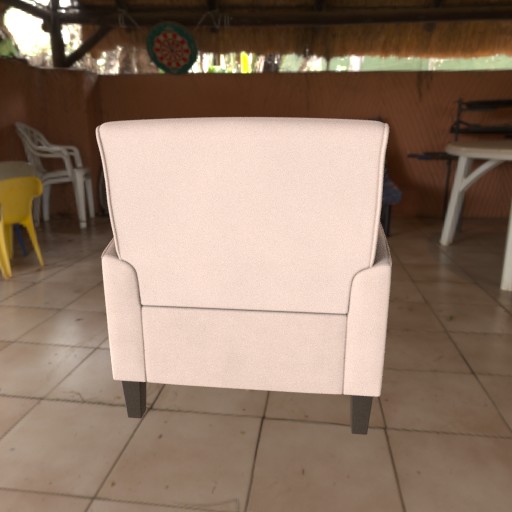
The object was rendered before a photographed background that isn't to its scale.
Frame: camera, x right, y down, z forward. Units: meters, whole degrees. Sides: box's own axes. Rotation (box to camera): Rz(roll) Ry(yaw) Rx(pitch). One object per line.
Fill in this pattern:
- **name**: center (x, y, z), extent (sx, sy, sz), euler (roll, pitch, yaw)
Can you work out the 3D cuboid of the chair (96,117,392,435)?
- **chair**: center (0.000, 0.000, 1.576), extent (0.820, 0.915, 0.820), euler (2, 15, 6)
